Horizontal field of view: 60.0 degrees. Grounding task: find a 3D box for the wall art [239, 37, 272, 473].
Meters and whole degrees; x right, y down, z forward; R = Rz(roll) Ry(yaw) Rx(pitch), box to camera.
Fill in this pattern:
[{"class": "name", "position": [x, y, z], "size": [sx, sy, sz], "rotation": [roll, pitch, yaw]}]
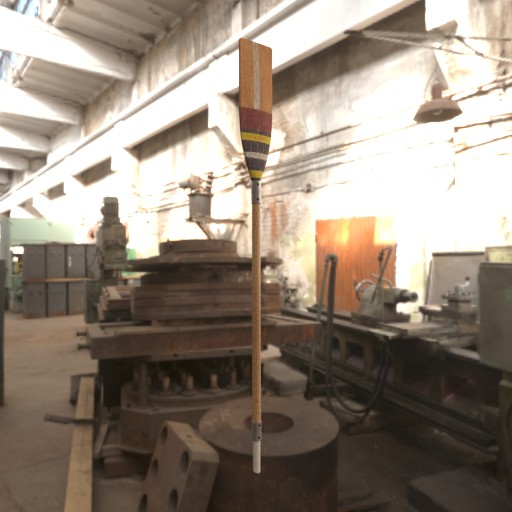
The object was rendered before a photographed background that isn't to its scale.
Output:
[{"class": "wall art", "position": [0.000, 0.000, 1.606], "size": [0.146, 1.556, 0.038], "rotation": [1, -1, -36]}]
